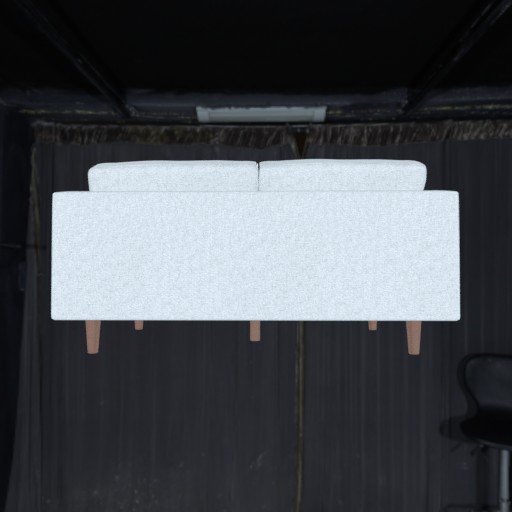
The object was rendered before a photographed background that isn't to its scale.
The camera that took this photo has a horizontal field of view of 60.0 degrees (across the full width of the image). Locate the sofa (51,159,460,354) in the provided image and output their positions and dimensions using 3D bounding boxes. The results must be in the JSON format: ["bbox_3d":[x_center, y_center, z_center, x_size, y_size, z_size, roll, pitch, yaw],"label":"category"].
[{"bbox_3d":[0.000,0.000,2.373,1.731,0.900,1.000,0,-1,1],"label":"sofa"}]
